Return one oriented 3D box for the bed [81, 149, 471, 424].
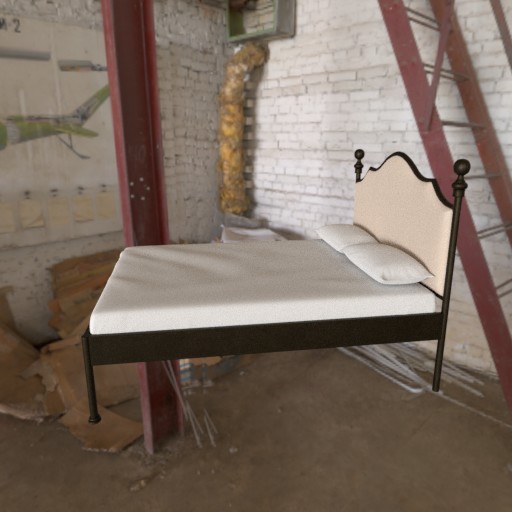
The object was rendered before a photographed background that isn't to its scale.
[{"bbox_3d":[0.000,0.000,3.290,2.224,1.499,1.642,-2,16,-9],"label":"bed"}]
